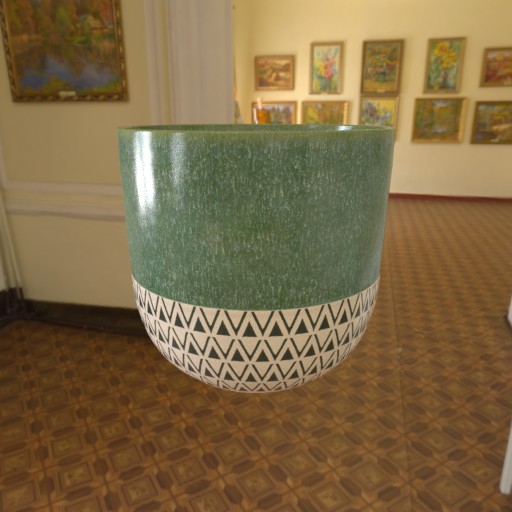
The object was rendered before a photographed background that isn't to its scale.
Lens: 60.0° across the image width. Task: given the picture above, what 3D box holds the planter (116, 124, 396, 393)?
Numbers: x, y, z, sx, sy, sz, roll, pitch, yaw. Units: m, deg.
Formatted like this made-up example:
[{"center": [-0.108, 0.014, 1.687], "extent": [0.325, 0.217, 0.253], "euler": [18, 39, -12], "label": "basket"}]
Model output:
[{"center": [0.000, 0.000, 0.481], "extent": [0.266, 0.270, 0.266], "euler": [0, 18, 0], "label": "planter"}]
